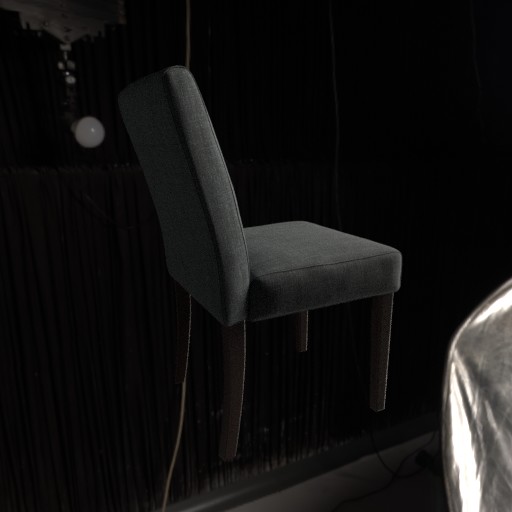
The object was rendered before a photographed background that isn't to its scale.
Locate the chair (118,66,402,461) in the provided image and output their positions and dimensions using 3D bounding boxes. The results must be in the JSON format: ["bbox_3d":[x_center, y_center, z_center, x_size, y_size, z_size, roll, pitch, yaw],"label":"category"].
[{"bbox_3d":[0.000,0.000,1.216,0.629,0.884,0.487,-7,17,-26],"label":"chair"}]
